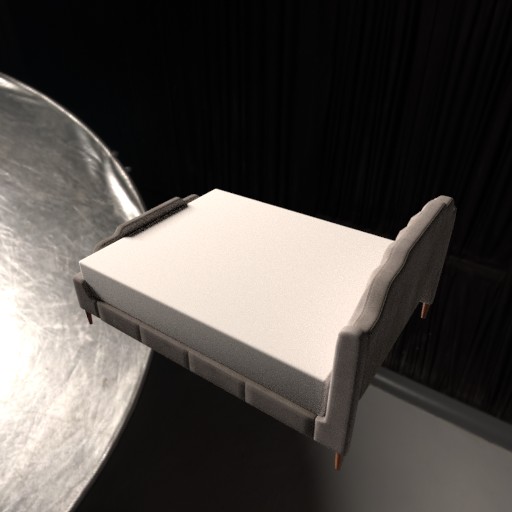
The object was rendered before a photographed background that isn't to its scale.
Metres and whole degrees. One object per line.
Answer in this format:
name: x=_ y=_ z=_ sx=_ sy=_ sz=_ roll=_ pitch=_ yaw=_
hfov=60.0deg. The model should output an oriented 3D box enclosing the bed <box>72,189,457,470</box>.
bed: x=0.000 y=0.000 z=3.324 sx=2.340 sy=1.245 sz=1.676 roll=20 pitch=37 yaw=29
